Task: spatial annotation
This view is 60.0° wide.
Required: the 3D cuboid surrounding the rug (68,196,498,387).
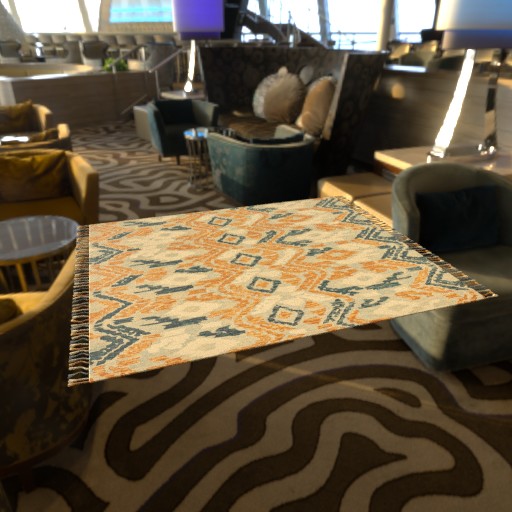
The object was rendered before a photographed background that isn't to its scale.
[{"bbox_3d":[0.000,0.000,3.940,3.048,0.010,2.439,-9,28,-17],"label":"rug"}]
